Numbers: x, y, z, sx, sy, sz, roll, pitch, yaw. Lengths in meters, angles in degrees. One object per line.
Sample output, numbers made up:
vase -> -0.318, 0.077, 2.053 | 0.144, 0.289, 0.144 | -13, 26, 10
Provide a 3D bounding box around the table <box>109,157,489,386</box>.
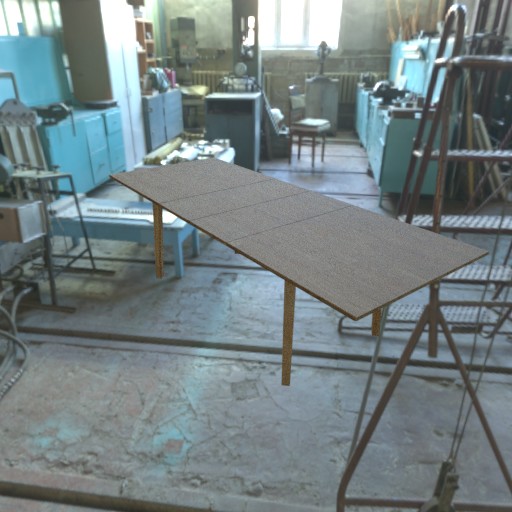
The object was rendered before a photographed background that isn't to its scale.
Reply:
table -> 0.000, 0.000, 3.074 | 1.000, 0.752, 2.603 | -18, 31, -33
